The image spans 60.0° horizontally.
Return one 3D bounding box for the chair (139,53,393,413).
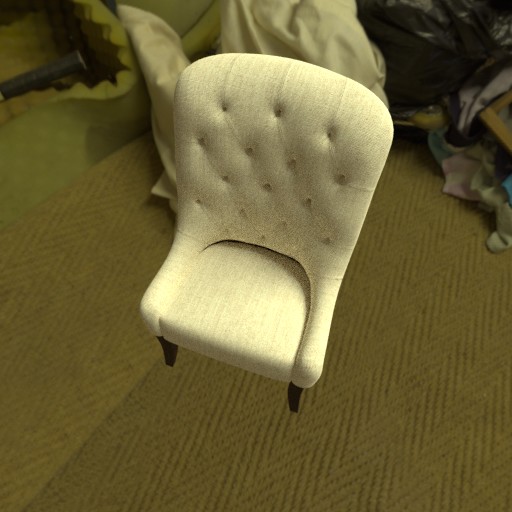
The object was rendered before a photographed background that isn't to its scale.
[{"bbox_3d":[0.000,0.000,1.491,0.634,1.091,0.629,17,59,10],"label":"chair"}]
